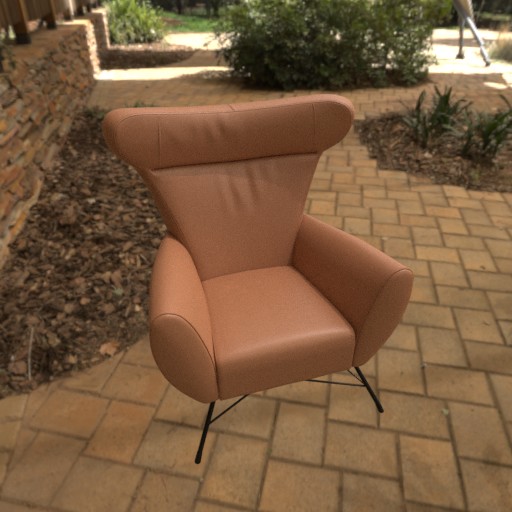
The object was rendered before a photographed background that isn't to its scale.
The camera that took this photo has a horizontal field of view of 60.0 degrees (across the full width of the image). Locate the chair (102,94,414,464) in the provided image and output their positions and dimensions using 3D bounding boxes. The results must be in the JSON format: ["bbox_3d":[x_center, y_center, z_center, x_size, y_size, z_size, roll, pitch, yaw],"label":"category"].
[{"bbox_3d":[0.000,0.000,1.723,0.980,1.050,0.900,-9,33,-15],"label":"chair"}]
